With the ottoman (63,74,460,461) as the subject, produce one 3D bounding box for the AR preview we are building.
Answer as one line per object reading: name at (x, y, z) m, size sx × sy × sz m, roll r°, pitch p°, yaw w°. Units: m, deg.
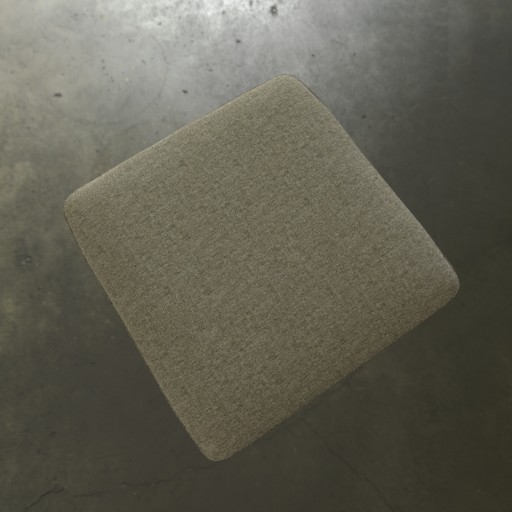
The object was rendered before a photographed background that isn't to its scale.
ottoman at (0.000, 0.000, 1.655) m, size 1.035 × 0.526 × 1.039 m, roll -33°, pitch 77°, yaw -9°
